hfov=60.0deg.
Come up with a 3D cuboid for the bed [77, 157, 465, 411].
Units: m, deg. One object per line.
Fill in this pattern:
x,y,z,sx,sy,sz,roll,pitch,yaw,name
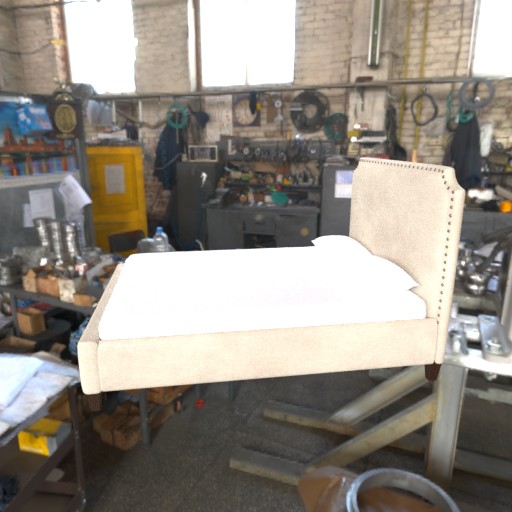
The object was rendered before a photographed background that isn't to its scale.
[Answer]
0.000,0.000,3.470,2.372,1.443,1.712,-2,15,-9,bed
